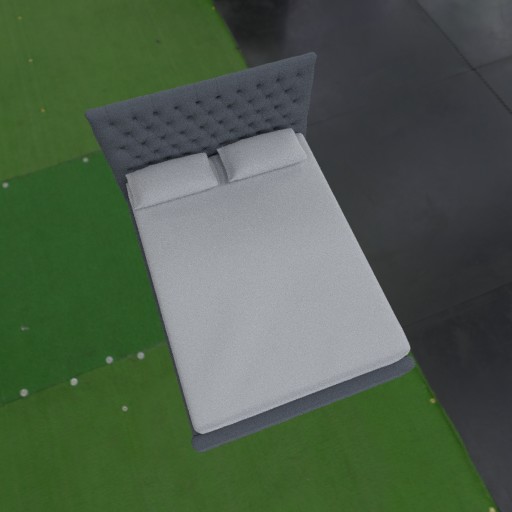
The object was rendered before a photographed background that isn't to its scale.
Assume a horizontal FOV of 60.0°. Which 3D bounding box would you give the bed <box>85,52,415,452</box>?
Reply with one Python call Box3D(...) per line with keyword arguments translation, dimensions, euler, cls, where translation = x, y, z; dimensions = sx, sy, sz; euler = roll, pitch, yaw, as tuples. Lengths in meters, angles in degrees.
Box3D(translation=(0.000, 0.000, 3.296), dimensions=(1.698, 1.427, 2.231), euler=(-18, 66, -8), cls="bed")
